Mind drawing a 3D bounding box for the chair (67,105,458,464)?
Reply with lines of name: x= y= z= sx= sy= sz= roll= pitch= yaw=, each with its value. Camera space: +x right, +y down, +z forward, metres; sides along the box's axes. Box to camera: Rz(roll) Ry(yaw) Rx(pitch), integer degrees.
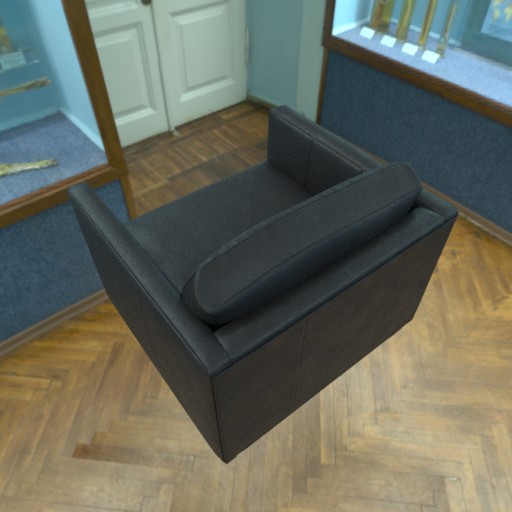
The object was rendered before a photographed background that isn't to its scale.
chair: x=0.000 y=0.000 z=1.580 sx=0.939 sy=0.811 sz=0.862 roll=-29 pitch=53 yaw=-25
